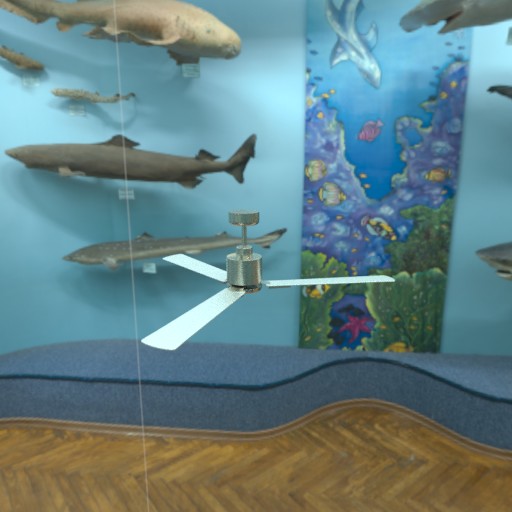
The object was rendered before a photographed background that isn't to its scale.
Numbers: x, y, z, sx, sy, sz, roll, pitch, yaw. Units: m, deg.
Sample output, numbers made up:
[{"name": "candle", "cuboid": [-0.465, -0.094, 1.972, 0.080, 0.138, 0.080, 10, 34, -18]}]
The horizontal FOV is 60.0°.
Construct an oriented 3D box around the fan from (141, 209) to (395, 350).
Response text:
[{"name": "fan", "cuboid": [0.000, 0.000, 2.384, 1.561, 0.446, 1.531, 2, 14, 9]}]
